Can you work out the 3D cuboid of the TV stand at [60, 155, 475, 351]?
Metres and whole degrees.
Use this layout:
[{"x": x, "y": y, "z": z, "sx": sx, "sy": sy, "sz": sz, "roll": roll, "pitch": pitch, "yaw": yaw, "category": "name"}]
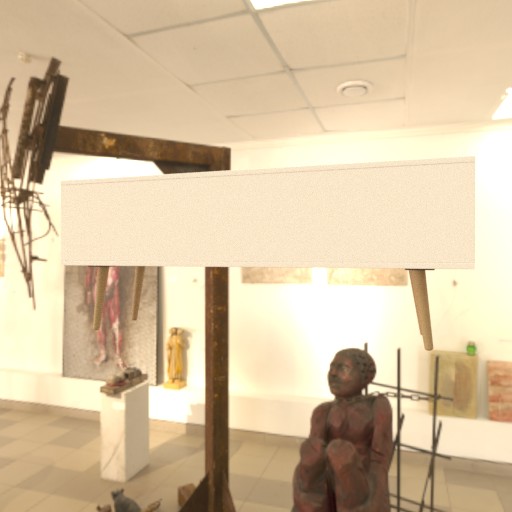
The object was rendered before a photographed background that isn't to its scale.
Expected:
[{"x": 0.000, "y": 0.000, "z": 1.628, "sx": 1.398, "sy": 0.560, "sz": 0.401, "roll": 0, "pitch": 0, "yaw": 18, "category": "TV stand"}]
